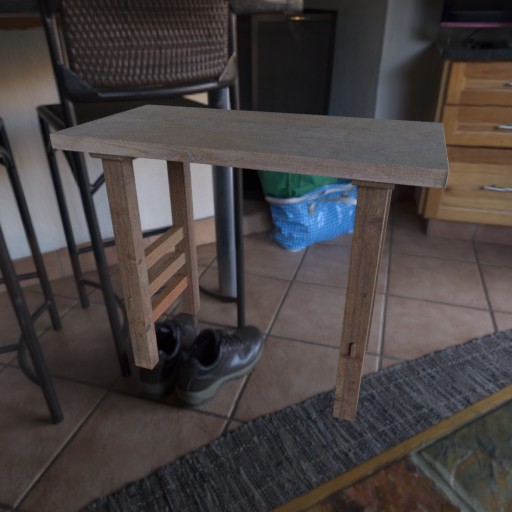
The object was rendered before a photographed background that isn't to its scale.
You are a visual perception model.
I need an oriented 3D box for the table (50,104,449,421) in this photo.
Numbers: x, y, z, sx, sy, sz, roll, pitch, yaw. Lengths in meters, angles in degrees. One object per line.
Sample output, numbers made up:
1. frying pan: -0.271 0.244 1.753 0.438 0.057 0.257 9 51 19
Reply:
1. table: 0.000 0.000 1.613 1.119 0.914 0.556 9 29 17
